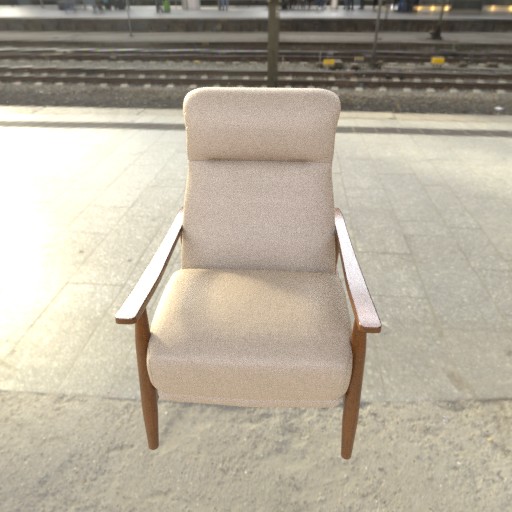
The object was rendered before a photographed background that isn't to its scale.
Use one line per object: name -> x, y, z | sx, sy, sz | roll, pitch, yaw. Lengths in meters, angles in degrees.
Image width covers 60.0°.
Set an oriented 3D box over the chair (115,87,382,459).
chair -> 0.000, 0.000, 1.732 | 0.762, 1.082, 1.030 | 2, 31, 3
